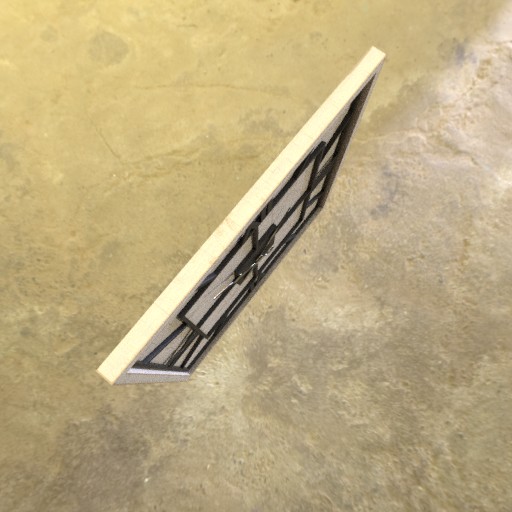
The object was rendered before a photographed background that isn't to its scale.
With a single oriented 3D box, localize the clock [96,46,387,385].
[{"bbox_3d":[0.000,0.000,1.044,0.032,0.705,0.705,37,78,9],"label":"clock"}]
